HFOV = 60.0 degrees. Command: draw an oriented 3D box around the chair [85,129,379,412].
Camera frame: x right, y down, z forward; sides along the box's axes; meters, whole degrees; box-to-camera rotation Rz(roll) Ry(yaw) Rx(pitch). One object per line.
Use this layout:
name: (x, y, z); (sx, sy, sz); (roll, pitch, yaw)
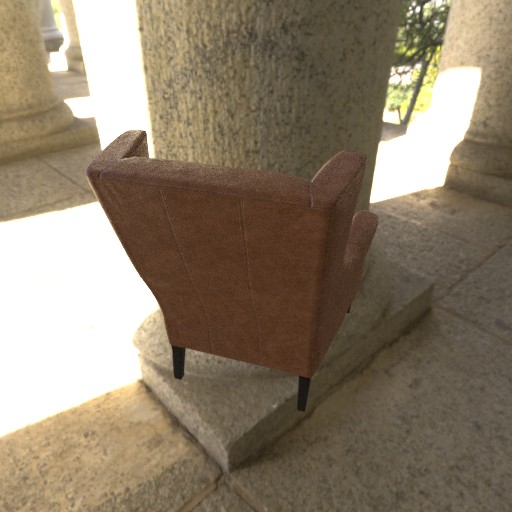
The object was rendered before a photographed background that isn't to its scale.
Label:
chair: (0.000, 0.000, 1.709); (0.853, 1.016, 0.926); (10, 34, 15)
